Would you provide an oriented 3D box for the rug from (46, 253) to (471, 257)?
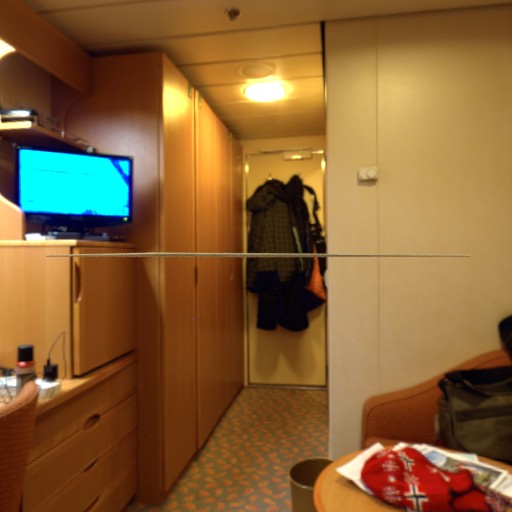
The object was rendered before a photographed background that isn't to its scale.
[{"bbox_3d":[0.000,0.000,3.842,2.895,0.018,2.288,0,0,-37],"label":"rug"}]
